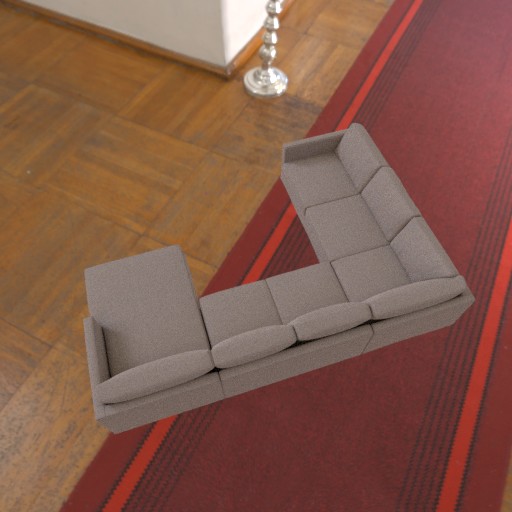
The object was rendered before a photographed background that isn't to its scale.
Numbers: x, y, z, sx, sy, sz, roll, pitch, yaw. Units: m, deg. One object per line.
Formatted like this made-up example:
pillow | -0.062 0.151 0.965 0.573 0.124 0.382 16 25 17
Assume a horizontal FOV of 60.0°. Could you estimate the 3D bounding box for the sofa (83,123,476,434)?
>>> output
sofa | 0.000 0.000 4.554 3.438 0.865 2.424 -15 59 -9
